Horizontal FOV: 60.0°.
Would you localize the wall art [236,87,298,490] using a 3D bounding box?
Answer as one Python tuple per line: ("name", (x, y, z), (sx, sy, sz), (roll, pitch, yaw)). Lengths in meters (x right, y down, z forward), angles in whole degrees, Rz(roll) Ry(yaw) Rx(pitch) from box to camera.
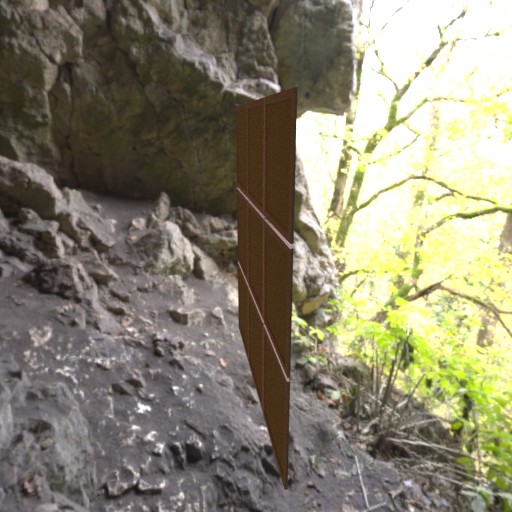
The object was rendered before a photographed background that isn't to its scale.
("wall art", (0.000, 0.000, 2.288), (0.013, 1.519, 1.521), (-3, 17, -9))
